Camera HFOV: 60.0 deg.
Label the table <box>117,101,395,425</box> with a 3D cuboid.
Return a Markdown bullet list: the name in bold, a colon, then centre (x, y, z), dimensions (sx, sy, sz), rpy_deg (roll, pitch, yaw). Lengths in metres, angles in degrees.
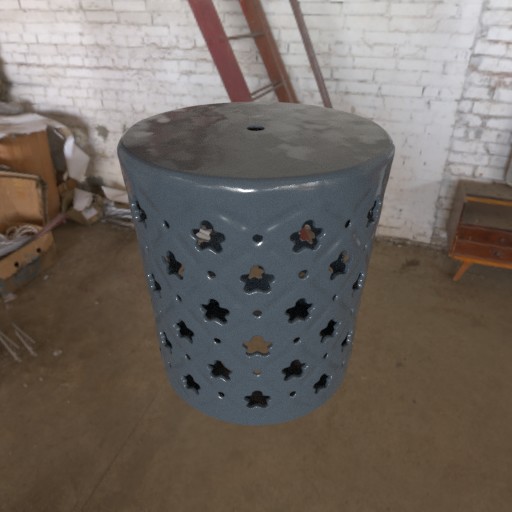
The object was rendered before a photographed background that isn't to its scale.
- **table**: centre (0.000, 0.000, 0.673), dimensions (0.352, 0.387, 0.352), rpy_deg (0, 31, 0)
